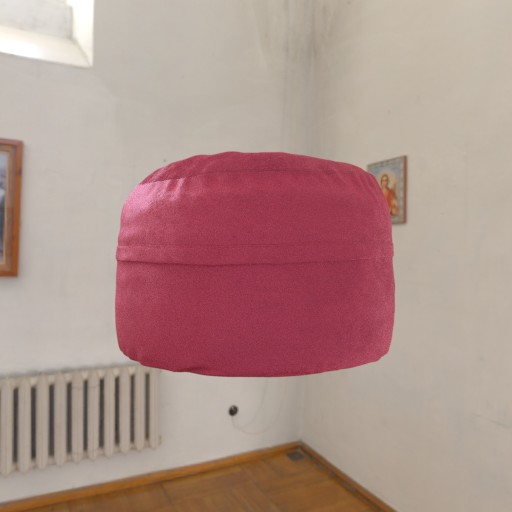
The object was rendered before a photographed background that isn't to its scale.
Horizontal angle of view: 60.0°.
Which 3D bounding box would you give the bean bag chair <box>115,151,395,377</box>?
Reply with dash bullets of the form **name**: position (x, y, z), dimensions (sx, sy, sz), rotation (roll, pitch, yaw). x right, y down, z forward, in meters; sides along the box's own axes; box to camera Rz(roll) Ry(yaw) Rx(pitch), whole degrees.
- **bean bag chair**: position (0.000, 0.000, 2.012), dimensions (1.218, 0.788, 1.218), rotation (0, 1, 0)
